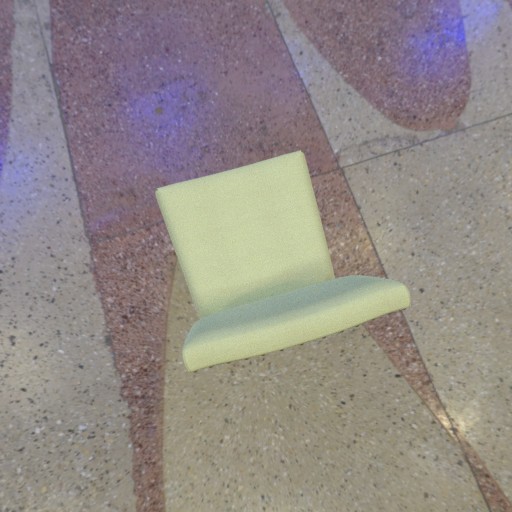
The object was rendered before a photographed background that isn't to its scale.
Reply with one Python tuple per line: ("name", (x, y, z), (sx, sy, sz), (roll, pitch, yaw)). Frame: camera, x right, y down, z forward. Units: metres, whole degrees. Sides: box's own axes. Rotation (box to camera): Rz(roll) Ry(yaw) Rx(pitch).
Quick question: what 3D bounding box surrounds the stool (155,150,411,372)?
("stool", (0.000, 0.000, 1.350), (0.508, 0.986, 0.623), (-16, 75, -4))
